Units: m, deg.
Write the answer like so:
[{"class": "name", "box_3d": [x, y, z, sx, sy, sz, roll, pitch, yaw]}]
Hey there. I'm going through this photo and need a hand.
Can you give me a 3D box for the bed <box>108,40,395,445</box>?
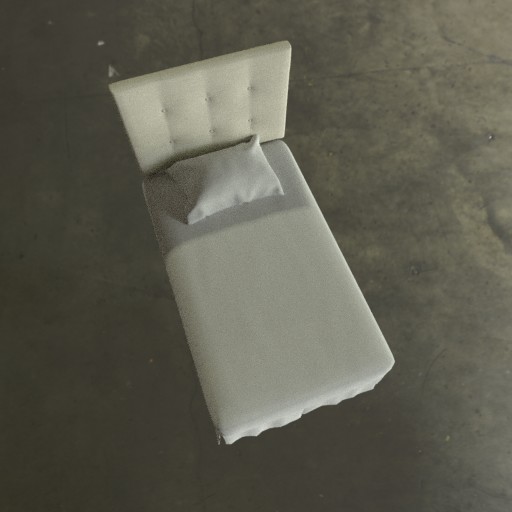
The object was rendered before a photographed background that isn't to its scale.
[{"class": "bed", "box_3d": [0.000, 0.000, 2.953, 1.261, 1.571, 1.997, -18, 65, -9]}]
